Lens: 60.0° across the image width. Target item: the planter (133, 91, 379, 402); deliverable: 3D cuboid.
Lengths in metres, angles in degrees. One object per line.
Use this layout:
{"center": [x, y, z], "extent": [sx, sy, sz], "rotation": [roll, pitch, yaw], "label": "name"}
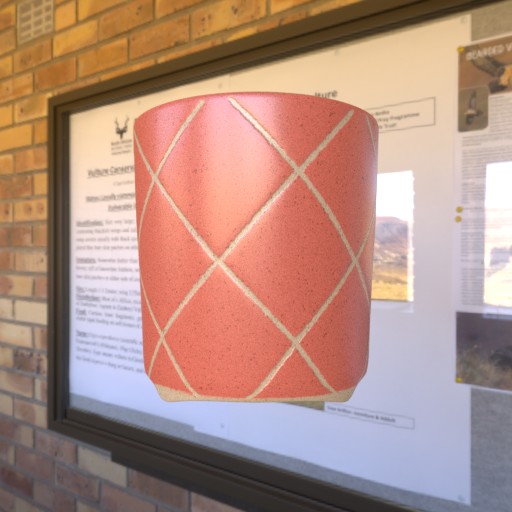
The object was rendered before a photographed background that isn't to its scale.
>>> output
{"center": [0.000, 0.000, 0.426], "extent": [0.227, 0.235, 0.227], "rotation": [0, 0, 0], "label": "planter"}
